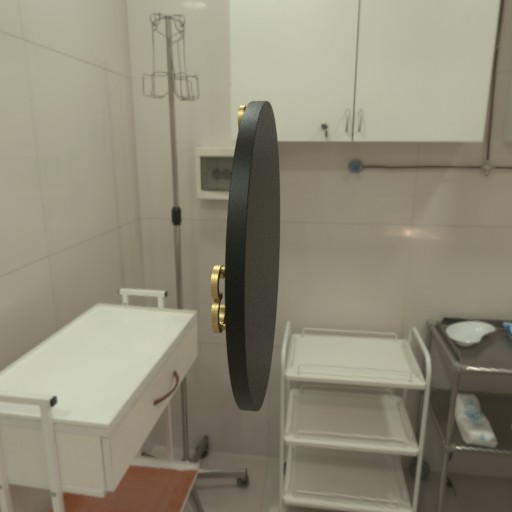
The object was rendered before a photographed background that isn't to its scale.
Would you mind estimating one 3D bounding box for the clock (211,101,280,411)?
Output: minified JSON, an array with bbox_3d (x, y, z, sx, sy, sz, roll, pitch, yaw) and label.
[{"bbox_3d":[0.000,0.000,0.687,0.038,0.454,0.454,2,14,8],"label":"clock"}]
